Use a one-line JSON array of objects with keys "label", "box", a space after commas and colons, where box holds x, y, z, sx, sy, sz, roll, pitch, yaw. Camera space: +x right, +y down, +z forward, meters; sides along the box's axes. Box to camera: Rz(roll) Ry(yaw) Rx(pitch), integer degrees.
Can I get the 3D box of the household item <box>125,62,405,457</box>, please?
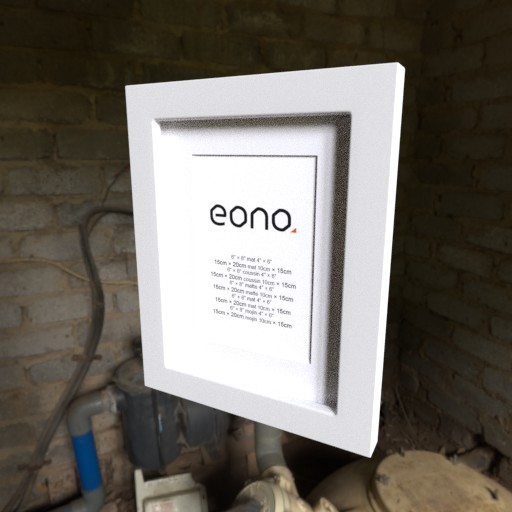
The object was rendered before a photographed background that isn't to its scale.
[{"label": "household item", "box": [0.000, 0.000, 0.336, 0.200, 0.250, 0.045, 7, 15, 27]}]
